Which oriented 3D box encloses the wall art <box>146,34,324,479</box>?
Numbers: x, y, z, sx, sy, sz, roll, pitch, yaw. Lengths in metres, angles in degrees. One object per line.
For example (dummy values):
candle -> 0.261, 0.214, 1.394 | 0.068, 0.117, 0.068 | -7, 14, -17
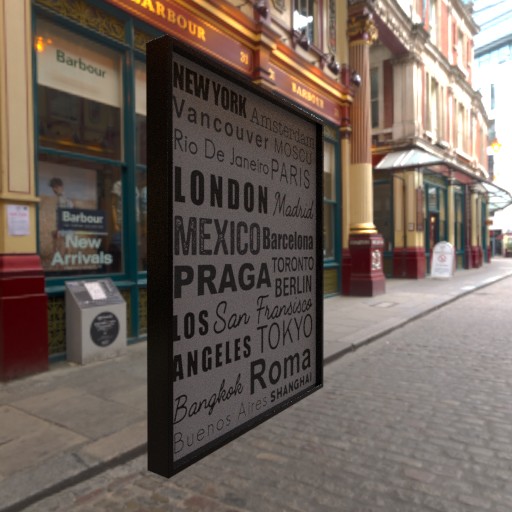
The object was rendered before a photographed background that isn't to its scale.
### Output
wall art -> 0.000, 0.000, 0.745 | 0.038, 0.551, 0.448 | 1, 1, 34
